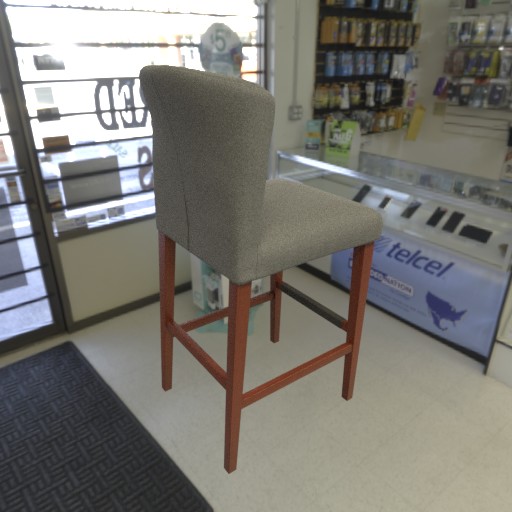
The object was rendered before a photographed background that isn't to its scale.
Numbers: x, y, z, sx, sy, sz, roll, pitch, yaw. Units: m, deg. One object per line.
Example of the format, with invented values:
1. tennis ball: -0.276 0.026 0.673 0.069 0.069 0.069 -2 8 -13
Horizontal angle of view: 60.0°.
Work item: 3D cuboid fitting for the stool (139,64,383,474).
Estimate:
1. stool: 0.000 0.000 1.334 0.568 1.069 0.481 -17 30 -32
